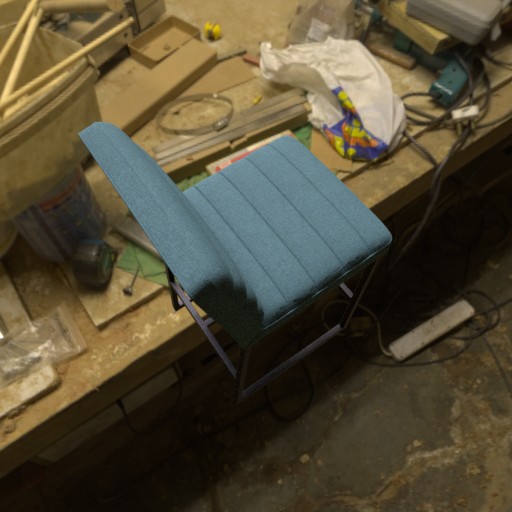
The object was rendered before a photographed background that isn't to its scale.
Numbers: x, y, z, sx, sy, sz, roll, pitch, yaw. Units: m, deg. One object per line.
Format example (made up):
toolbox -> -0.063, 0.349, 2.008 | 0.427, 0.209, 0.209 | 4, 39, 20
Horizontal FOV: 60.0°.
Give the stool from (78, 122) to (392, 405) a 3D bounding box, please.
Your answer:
stool -> 0.000, 0.000, 1.256 | 0.560, 0.940, 0.460 | -31, 64, -17
